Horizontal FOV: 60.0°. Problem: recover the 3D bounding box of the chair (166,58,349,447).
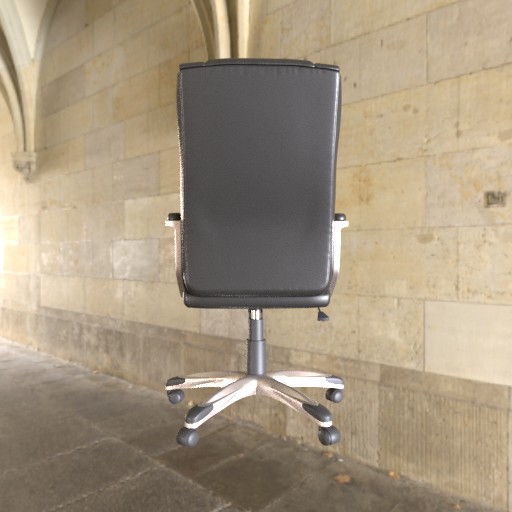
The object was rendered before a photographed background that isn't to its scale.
[{"bbox_3d":[0.000,0.000,1.640,0.700,1.145,0.780,0,0,-2],"label":"chair"}]
